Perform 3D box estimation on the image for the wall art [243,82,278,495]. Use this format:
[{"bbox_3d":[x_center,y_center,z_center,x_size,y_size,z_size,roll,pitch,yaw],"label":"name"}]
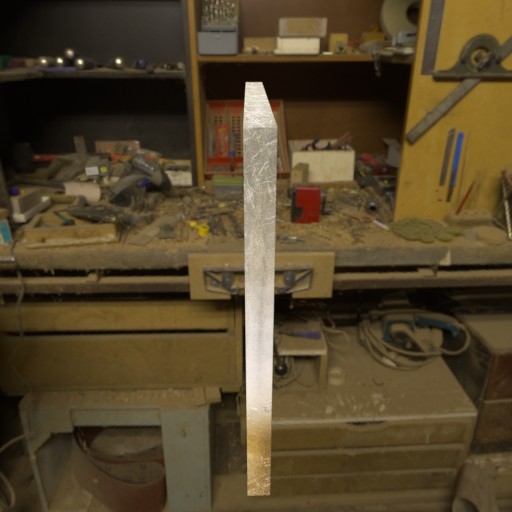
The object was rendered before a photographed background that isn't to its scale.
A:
[{"bbox_3d":[0.000,0.000,0.895,0.038,0.610,0.610,0,26,-1],"label":"wall art"}]
